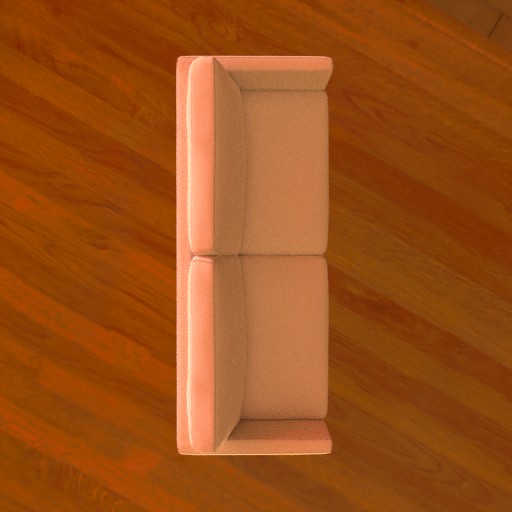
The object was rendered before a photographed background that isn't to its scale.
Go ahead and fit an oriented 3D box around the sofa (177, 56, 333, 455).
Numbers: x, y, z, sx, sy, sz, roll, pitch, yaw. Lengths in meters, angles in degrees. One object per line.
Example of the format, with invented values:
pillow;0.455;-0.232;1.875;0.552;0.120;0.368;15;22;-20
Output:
sofa;0.000;0.000;2.870;0.951;0.962;2.361;0;90;0
